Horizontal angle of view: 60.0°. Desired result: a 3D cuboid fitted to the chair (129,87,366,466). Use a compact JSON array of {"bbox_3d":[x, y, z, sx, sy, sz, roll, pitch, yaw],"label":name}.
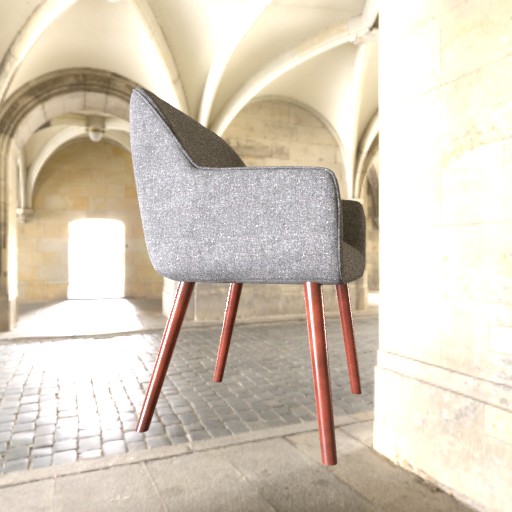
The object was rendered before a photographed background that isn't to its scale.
[{"bbox_3d":[0.000,0.000,1.158,0.519,0.803,0.543,0,0,19],"label":"chair"}]
